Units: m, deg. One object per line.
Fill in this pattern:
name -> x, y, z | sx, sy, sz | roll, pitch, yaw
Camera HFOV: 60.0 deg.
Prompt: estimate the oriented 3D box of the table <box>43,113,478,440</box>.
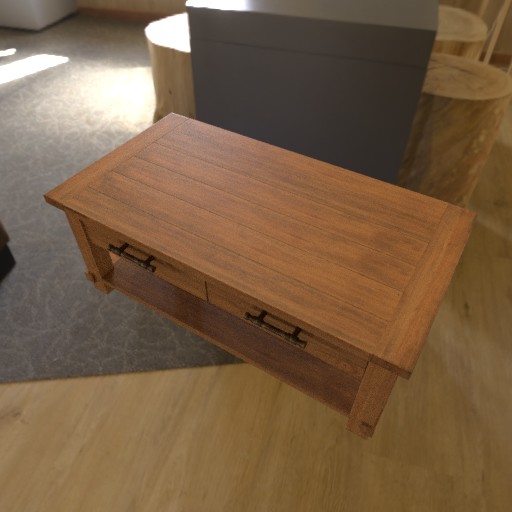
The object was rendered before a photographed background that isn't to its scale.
table -> 0.000, 0.000, 1.635 | 1.270, 0.494, 0.693 | 24, 50, 22
